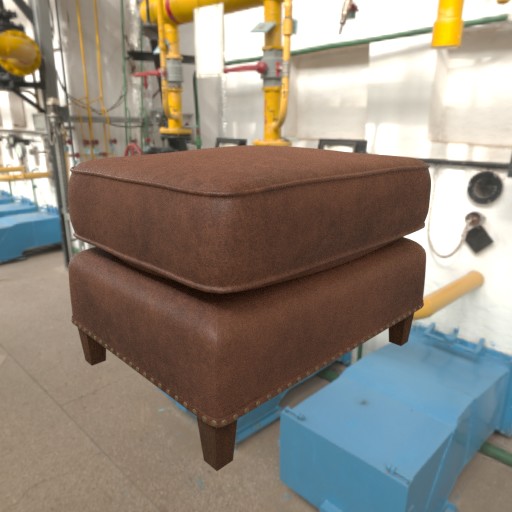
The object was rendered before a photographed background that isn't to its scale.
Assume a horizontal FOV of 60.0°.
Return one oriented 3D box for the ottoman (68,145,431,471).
[{"bbox_3d":[0.000,0.000,1.107,0.738,0.537,0.589,-16,23,-42],"label":"ottoman"}]
